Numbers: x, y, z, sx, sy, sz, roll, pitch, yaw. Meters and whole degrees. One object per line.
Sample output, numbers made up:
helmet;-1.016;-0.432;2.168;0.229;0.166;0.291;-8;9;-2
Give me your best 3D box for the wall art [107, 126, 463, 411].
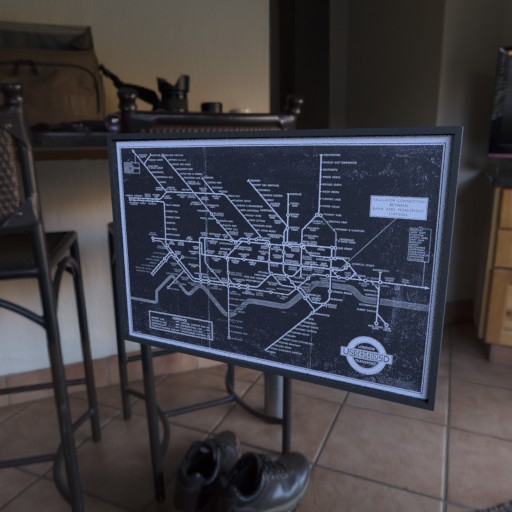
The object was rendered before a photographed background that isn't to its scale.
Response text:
wall art;0.000;0.000;0.555;0.443;0.301;0.021;6;15;25
